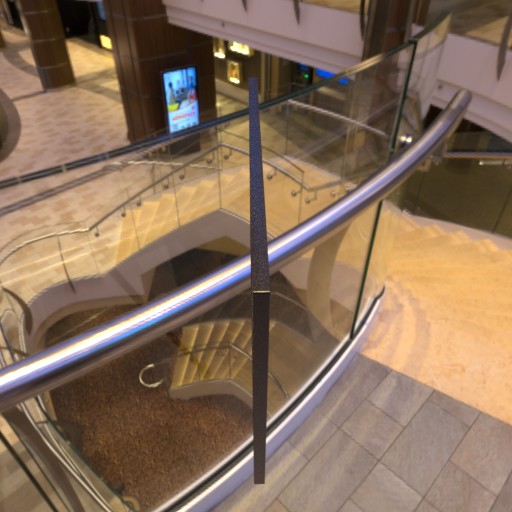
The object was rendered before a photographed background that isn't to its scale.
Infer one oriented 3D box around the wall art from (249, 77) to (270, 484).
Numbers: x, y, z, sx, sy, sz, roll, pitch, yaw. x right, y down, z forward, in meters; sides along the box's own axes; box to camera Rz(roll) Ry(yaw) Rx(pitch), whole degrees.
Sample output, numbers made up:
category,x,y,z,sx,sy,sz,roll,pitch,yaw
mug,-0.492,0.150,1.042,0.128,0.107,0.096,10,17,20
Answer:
category,x,y,z,sx,sy,sz,roll,pitch,yaw
wall art,0.000,0.000,0.572,0.013,0.306,0.440,-1,40,-1
